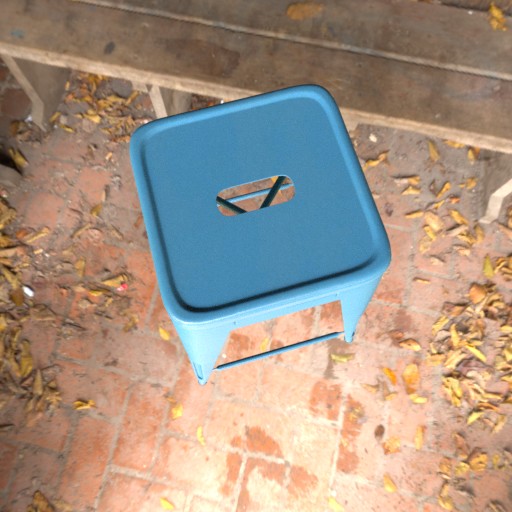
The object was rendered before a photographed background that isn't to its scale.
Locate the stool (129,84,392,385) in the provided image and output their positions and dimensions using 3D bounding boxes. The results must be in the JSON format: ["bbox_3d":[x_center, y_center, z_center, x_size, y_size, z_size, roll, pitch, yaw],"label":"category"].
[{"bbox_3d":[0.000,0.000,0.890,0.410,0.608,0.410,-15,74,-4],"label":"stool"}]
